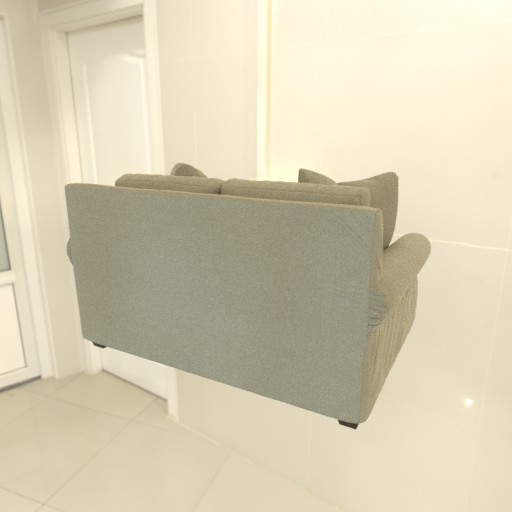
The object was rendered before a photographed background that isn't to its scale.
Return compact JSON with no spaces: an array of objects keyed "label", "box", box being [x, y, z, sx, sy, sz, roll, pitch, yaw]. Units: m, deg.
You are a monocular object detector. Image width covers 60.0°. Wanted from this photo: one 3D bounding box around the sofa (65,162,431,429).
[{"label":"sofa","box":[0.000,0.000,2.217,1.550,0.905,1.070,9,18,28]}]
